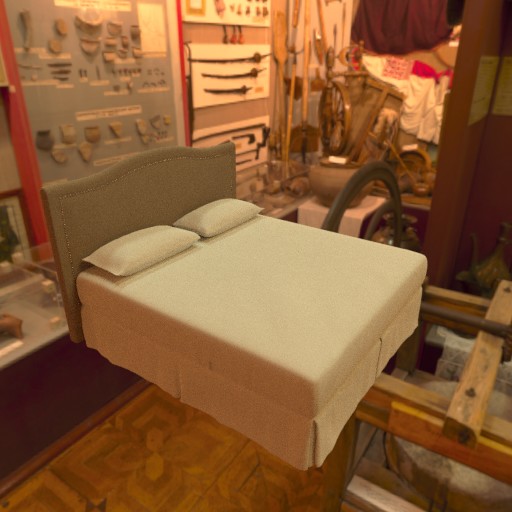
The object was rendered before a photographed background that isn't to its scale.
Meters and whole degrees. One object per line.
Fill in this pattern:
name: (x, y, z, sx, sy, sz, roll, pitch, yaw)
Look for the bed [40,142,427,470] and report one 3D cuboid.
bed: (0.000, 0.000, 3.469, 2.182, 1.421, 2.083, 17, 30, 32)
